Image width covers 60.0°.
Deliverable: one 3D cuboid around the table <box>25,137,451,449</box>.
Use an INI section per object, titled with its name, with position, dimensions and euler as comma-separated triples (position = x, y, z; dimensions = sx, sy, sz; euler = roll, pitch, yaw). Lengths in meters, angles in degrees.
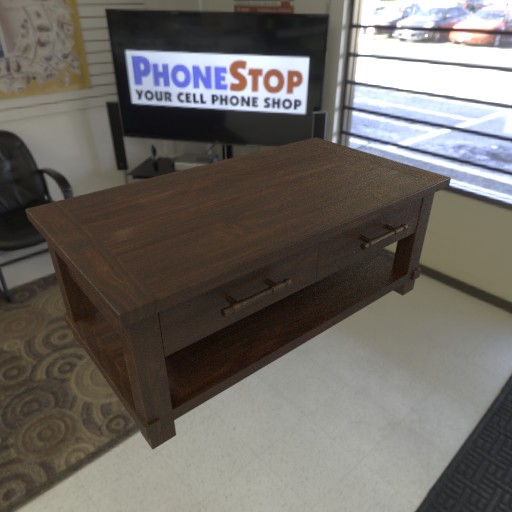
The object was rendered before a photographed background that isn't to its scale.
[table]
position = 0.000, 0.000, 1.599
dimensions = 1.270, 0.494, 0.700
euler = -22, 37, -33
